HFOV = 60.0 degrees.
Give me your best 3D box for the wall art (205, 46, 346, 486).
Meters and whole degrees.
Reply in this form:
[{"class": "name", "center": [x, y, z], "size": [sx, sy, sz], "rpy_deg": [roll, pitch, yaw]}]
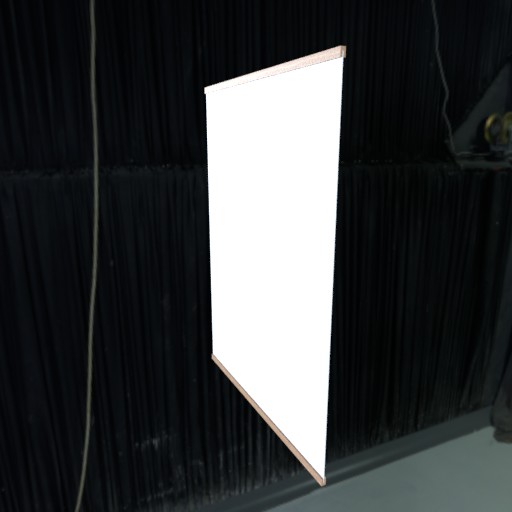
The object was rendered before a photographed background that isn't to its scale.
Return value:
[{"class": "wall art", "center": [0.000, 0.000, 1.317], "size": [0.013, 1.016, 0.758], "rpy_deg": [-7, 16, -26]}]
